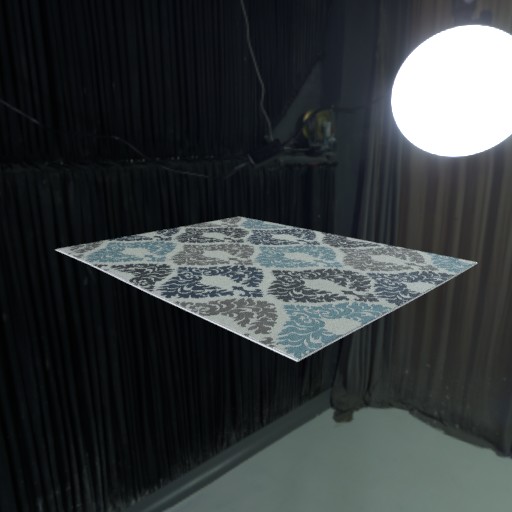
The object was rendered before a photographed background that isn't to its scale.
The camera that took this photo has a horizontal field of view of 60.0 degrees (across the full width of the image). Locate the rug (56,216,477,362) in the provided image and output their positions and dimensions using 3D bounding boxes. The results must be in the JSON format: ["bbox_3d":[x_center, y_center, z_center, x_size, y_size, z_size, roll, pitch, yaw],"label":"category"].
[{"bbox_3d":[0.000,0.000,4.046,2.423,0.014,3.040,-15,22,-43],"label":"rug"}]
